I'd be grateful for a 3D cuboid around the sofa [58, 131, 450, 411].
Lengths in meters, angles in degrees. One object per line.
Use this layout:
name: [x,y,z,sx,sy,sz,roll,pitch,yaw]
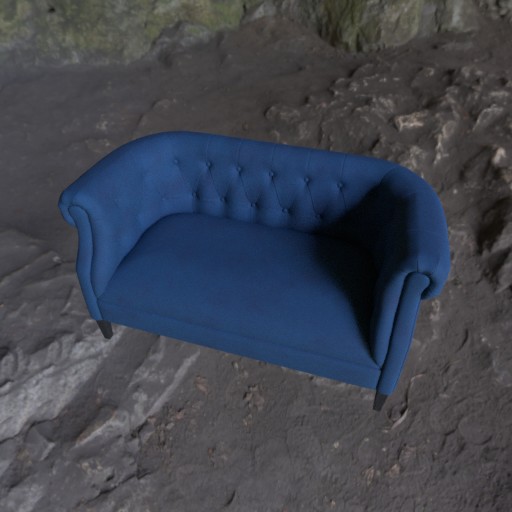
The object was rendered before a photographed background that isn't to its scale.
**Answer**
sofa: [0.000,0.000,2.096,1.558,0.827,0.835,11,43,13]
